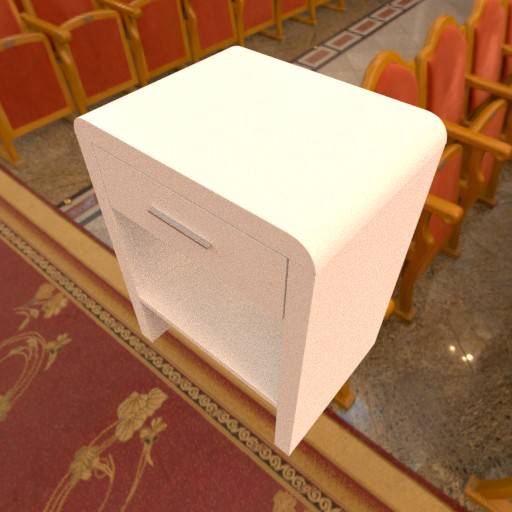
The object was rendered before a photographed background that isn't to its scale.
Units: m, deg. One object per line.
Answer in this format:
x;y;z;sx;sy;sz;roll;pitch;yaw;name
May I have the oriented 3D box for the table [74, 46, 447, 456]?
0.000;0.000;0.857;0.450;0.590;0.350;31;54;26;table
